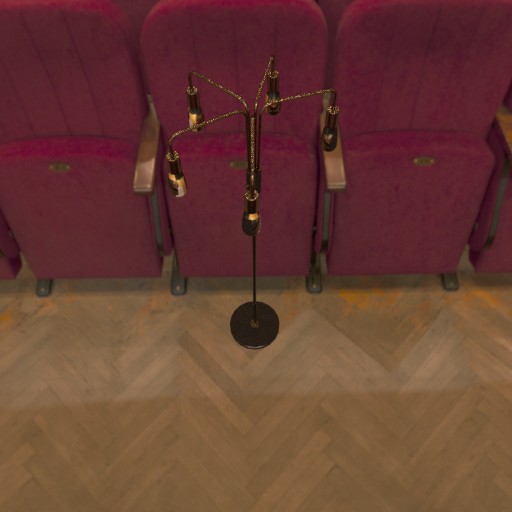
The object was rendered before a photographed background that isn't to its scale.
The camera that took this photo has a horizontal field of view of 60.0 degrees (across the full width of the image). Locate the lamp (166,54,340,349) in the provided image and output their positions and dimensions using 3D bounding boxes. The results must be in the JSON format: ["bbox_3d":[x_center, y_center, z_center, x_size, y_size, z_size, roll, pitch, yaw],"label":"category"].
[{"bbox_3d":[0.000,0.000,2.053,0.572,1.721,0.599,-1,59,0],"label":"lamp"}]
